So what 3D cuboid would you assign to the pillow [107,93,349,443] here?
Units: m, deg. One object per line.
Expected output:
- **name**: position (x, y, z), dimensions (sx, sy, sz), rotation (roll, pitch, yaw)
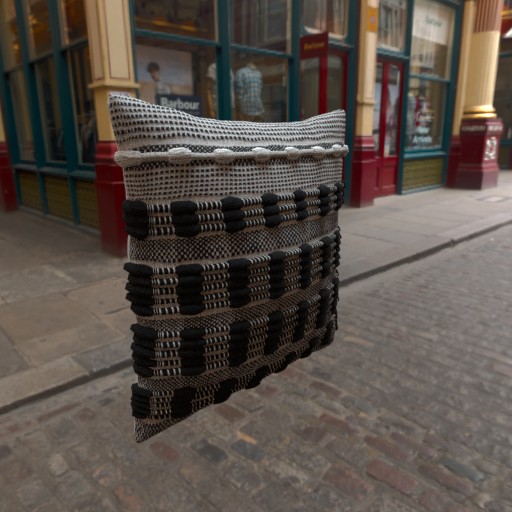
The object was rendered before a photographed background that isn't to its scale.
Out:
- **pillow**: position (0.000, 0.000, 0.670), dimensions (0.436, 0.438, 0.156), rotation (-14, 20, -42)
